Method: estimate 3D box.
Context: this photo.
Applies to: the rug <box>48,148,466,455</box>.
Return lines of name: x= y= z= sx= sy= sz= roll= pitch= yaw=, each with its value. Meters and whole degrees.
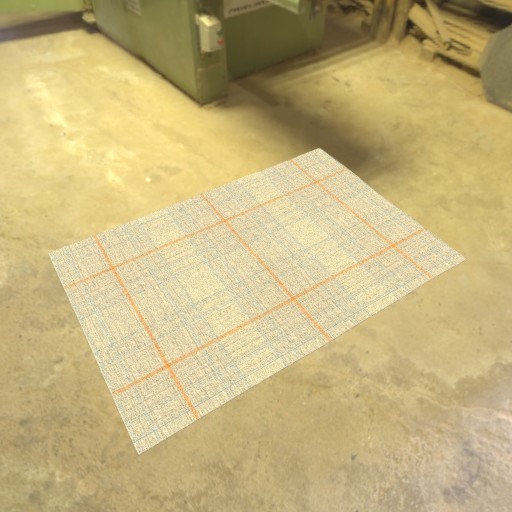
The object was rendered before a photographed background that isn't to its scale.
rug: x=0.000 y=0.000 z=2.326 sx=1.825 sy=0.015 sz=1.232 roll=-25 pitch=52 yaw=-22
